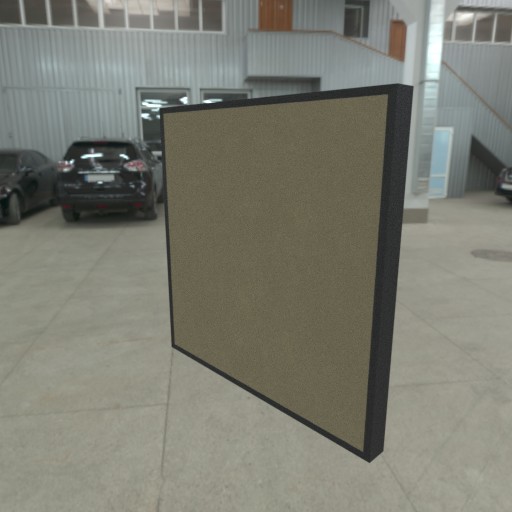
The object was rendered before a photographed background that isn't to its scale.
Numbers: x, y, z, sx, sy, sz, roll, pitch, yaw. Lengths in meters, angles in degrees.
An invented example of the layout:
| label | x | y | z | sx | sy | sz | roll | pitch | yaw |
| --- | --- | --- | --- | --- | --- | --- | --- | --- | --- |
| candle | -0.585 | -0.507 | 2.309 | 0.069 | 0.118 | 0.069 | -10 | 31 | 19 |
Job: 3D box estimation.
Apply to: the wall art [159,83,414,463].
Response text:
| label | x | y | z | sx | sy | sz | roll | pitch | yaw |
| --- | --- | --- | --- | --- | --- | --- | --- | --- | --- |
| wall art | 0.000 | 0.000 | 0.759 | 0.037 | 0.507 | 0.509 | -13 | 19 | -42 |
